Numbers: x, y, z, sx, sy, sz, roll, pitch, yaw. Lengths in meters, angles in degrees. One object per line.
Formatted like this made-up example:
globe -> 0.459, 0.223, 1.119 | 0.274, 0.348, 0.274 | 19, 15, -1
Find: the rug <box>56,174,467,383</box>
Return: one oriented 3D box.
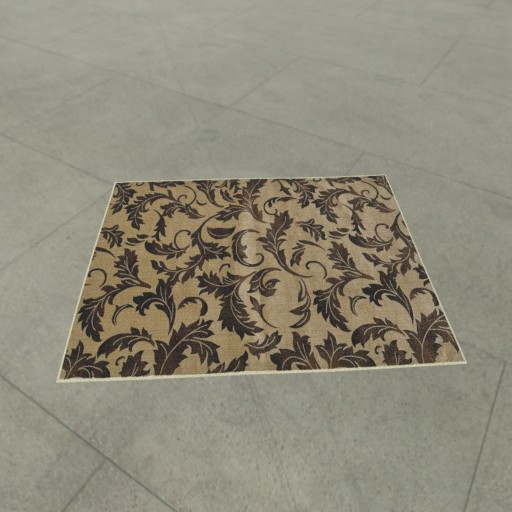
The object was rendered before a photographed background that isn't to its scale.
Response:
rug -> 0.000, 0.000, 4.008 | 2.977, 0.008, 2.380 | -2, 46, -2
